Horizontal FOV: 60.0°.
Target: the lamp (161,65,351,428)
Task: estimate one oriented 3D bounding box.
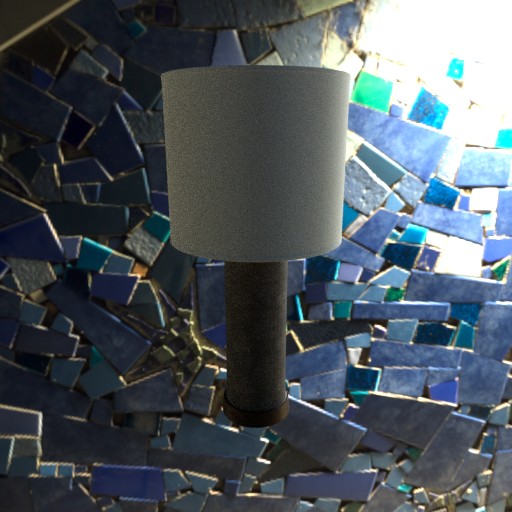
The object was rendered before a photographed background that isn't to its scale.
[{"bbox_3d":[0.000,0.000,0.801,0.301,0.630,0.301,2,17,7],"label":"lamp"}]
